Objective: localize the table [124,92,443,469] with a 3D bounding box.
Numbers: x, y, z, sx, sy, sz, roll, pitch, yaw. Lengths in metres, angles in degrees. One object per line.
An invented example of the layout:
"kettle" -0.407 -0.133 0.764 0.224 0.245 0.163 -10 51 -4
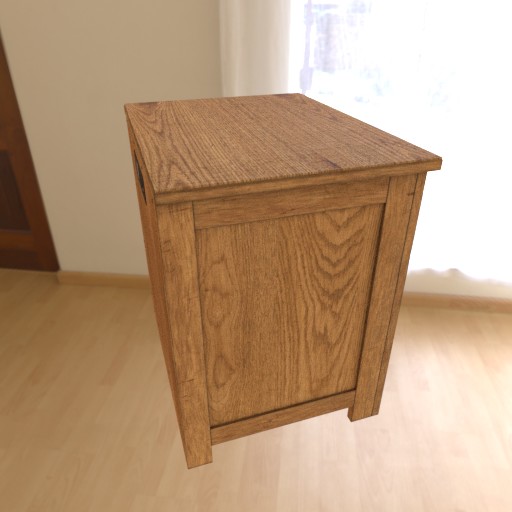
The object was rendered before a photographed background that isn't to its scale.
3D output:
"table" 0.000 0.000 1.068 0.494 0.625 0.601 -9 32 -16
